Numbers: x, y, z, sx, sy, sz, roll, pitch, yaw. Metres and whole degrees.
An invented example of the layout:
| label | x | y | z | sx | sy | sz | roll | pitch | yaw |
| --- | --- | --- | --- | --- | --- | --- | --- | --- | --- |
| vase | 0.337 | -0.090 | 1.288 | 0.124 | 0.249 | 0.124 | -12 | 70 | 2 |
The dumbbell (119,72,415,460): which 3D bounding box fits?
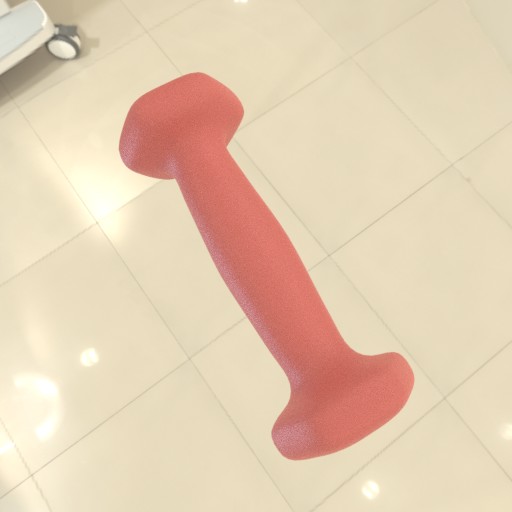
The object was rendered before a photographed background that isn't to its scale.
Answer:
| label | x | y | z | sx | sy | sz | roll | pitch | yaw |
| --- | --- | --- | --- | --- | --- | --- | --- | --- | --- |
| dumbbell | 0.000 | 0.000 | 0.144 | 0.047 | 0.043 | 0.123 | -29 | 76 | -8 |
